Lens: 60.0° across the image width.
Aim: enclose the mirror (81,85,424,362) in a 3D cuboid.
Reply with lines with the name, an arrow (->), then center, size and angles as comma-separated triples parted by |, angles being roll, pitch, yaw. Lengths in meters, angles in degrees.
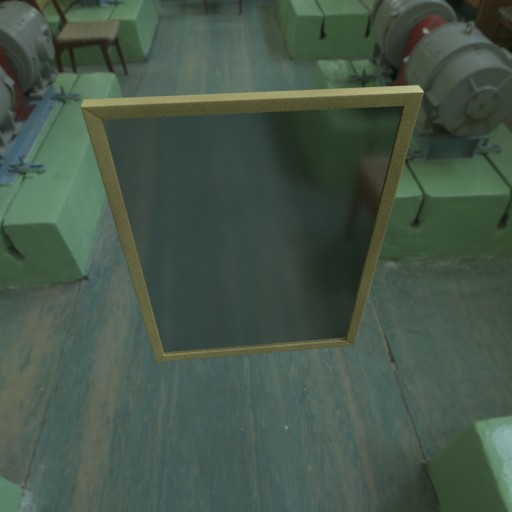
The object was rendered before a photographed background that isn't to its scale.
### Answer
mirror -> 0.000, 0.000, 1.351 | 0.762, 1.016, 0.040 | -4, 45, -4
